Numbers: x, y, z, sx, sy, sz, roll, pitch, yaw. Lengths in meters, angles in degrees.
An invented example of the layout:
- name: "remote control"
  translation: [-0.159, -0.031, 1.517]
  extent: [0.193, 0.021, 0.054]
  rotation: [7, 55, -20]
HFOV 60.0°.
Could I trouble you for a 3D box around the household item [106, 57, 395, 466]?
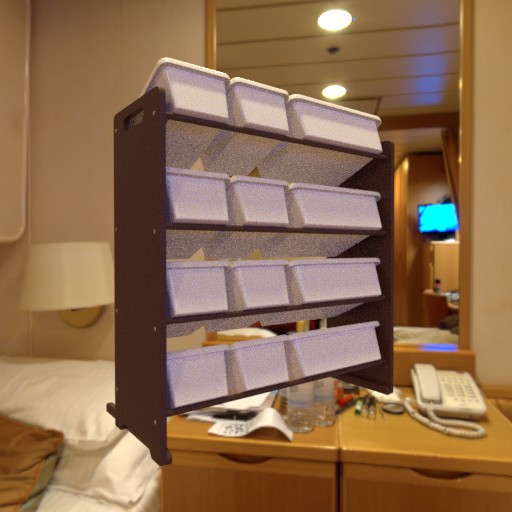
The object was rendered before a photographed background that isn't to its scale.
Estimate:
- name: "household item"
  translation: [0.000, 0.000, 1.300]
  extent: [0.787, 0.864, 0.389]
  rotation: [-1, 1, -37]
